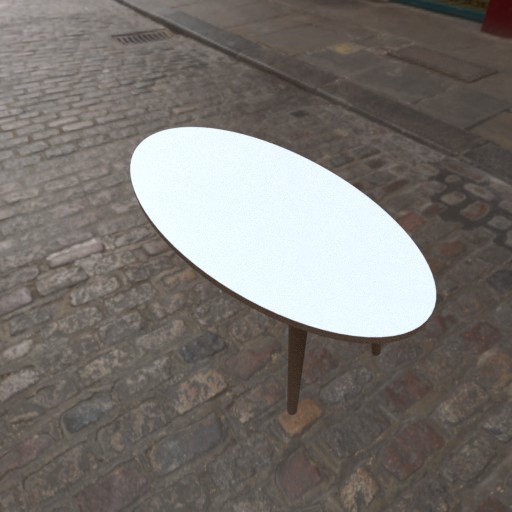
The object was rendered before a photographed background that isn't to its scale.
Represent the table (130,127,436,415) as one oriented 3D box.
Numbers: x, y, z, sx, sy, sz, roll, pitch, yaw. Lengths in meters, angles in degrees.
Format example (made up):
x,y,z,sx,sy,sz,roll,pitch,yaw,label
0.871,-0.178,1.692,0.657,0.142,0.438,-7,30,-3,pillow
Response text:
x,y,z,sx,sy,sz,roll,pitch,yaw,label
0.000,0.000,1.319,0.542,0.390,1.083,-25,46,-27,table
